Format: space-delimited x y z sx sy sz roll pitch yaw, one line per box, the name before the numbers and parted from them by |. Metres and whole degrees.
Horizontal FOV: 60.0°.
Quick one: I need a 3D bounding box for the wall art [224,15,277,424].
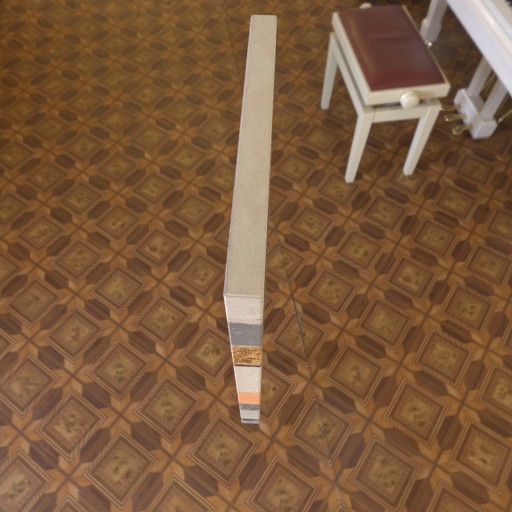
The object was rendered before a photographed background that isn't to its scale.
wall art | 0.000 0.000 0.789 0.038 0.609 0.456 3 59 2
